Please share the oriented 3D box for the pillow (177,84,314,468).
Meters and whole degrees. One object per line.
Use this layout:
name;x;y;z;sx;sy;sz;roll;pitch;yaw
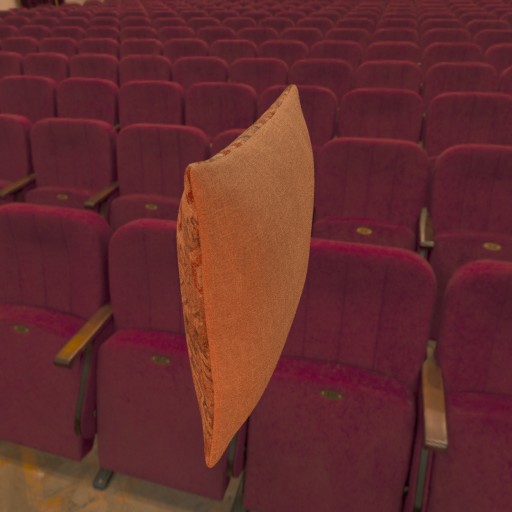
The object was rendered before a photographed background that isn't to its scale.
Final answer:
pillow;0.000;0.000;0.795;0.166;0.506;0.523;8;32;14
